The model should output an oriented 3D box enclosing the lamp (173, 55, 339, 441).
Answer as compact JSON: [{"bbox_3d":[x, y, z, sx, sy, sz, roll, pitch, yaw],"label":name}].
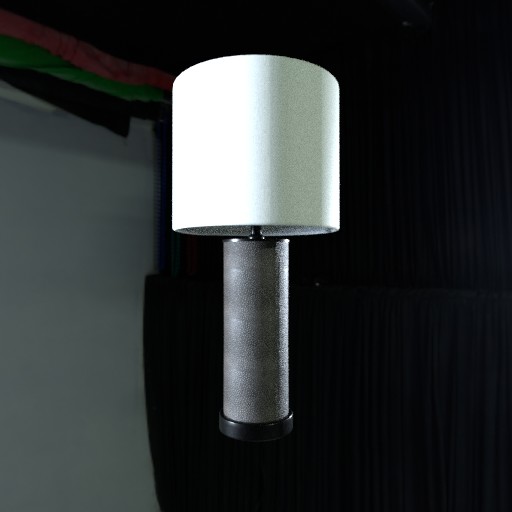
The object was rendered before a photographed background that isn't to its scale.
[{"bbox_3d":[0.000,0.000,0.826,0.305,0.634,0.305,0,-1,37],"label":"lamp"}]
